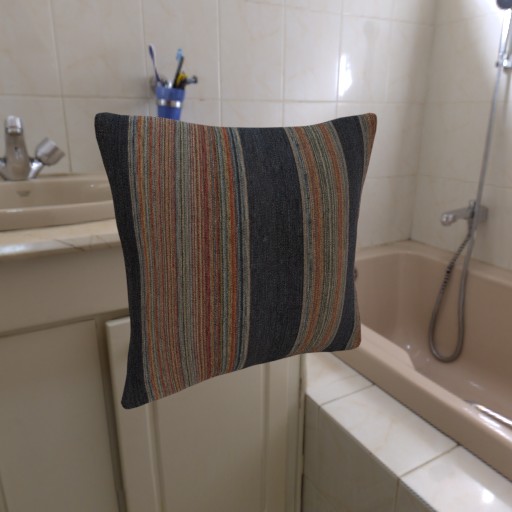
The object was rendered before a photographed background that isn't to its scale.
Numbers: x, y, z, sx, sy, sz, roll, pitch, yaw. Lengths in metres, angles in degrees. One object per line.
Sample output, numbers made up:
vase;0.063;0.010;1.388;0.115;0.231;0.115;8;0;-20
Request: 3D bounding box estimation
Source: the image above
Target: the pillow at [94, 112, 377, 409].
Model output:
pillow;0.000;0.000;0.678;0.437;0.419;0.136;-8;19;-25
